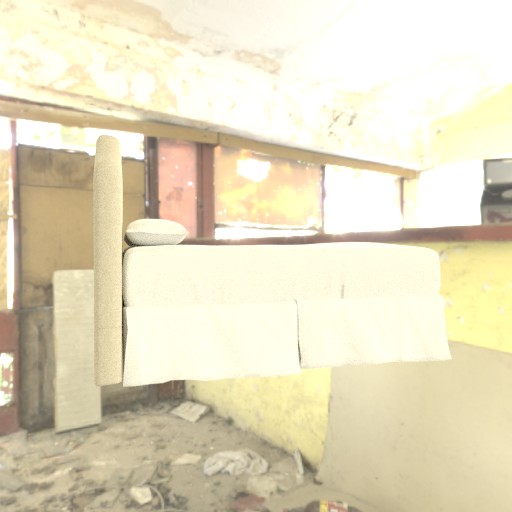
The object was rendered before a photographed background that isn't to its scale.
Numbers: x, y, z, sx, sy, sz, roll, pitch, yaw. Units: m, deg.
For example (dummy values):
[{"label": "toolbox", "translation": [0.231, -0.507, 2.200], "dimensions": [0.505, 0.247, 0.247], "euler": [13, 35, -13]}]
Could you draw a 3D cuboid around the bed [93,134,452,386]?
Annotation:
[{"label": "bed", "translation": [0.000, 0.000, 3.203], "dimensions": [2.116, 1.290, 1.693], "euler": [0, 1, -17]}]
